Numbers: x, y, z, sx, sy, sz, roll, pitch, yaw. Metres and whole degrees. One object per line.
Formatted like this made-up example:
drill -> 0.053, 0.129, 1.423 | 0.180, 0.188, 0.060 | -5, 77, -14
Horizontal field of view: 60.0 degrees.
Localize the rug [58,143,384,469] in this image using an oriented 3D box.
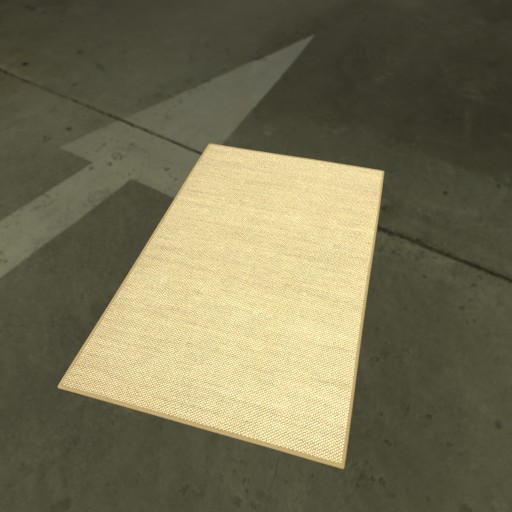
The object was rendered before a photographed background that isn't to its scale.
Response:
rug -> 0.000, 0.000, 2.080 | 1.062, 0.013, 1.667 | 12, 48, 11
